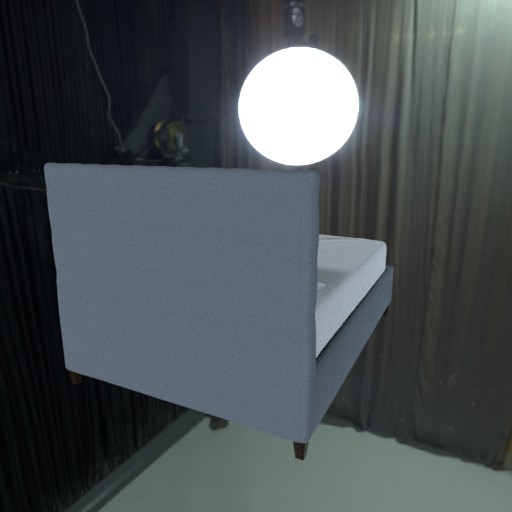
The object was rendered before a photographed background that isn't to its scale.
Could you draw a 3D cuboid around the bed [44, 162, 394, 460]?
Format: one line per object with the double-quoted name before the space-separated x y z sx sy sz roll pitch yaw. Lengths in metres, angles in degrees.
"bed" 0.000 0.000 3.336 1.698 1.427 2.231 7 16 26
